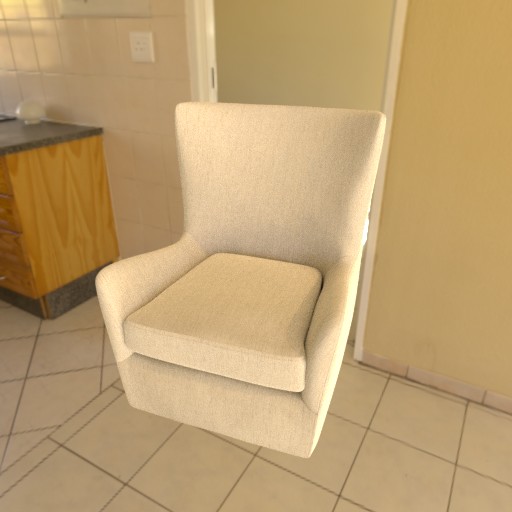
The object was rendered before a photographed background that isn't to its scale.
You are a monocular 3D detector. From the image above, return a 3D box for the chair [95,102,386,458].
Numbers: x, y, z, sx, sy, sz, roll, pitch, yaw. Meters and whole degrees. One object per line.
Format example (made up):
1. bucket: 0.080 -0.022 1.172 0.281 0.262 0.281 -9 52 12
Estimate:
1. chair: 0.000 0.000 1.638 0.779 1.000 0.904 9 28 18
